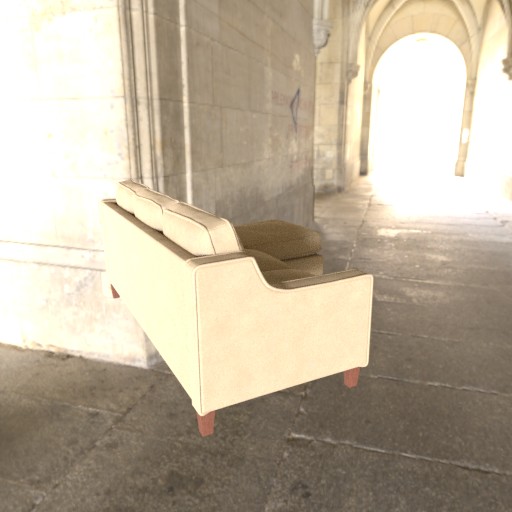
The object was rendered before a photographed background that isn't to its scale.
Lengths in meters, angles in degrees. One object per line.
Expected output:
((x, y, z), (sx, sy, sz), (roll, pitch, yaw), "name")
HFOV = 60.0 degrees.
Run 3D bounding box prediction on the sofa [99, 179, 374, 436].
((0.000, 0.000, 3.373), (1.858, 1.066, 2.317), (-8, 17, -27), "sofa")
